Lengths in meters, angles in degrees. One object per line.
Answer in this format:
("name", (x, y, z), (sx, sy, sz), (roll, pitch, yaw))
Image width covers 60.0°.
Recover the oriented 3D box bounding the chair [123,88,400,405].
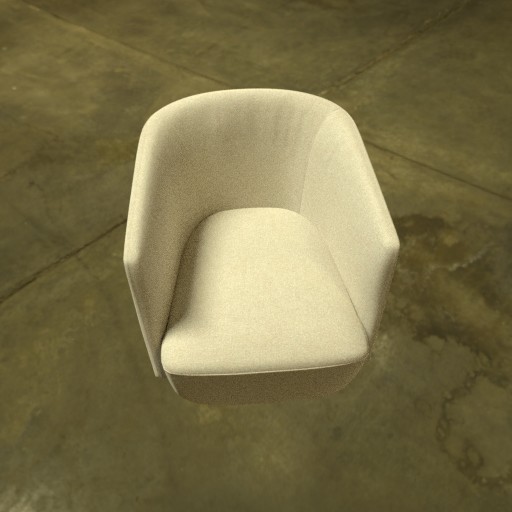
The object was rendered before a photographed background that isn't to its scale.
("chair", (0.000, 0.000, 1.670), (0.822, 0.861, 0.986), (-3, 46, -3))
